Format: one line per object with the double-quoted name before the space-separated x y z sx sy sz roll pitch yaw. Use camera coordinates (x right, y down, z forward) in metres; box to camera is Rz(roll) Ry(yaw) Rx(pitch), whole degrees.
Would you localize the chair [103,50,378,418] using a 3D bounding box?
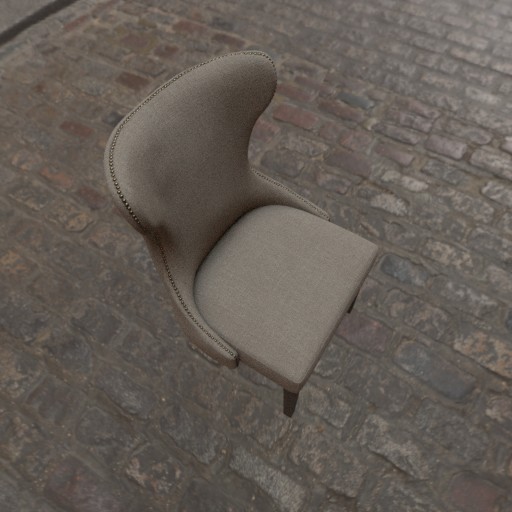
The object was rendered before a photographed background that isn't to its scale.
"chair" 0.000 0.000 1.381 0.635 0.967 0.628 28 61 17
